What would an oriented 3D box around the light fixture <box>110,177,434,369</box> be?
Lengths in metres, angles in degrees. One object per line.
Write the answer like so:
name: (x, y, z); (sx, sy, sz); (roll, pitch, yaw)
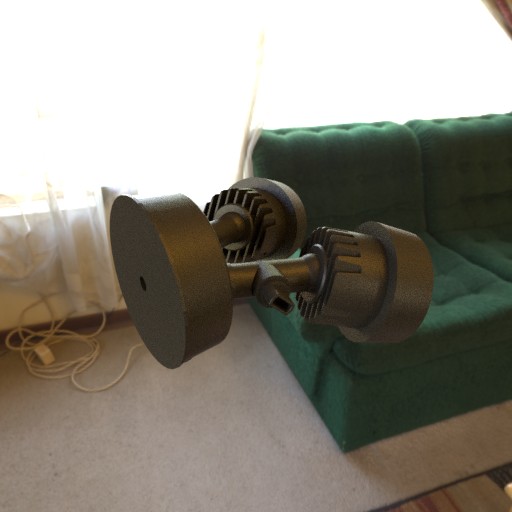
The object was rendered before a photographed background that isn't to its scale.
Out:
light fixture: (0.000, 0.000, 0.314); (0.168, 0.120, 0.213); (-18, 31, -32)
